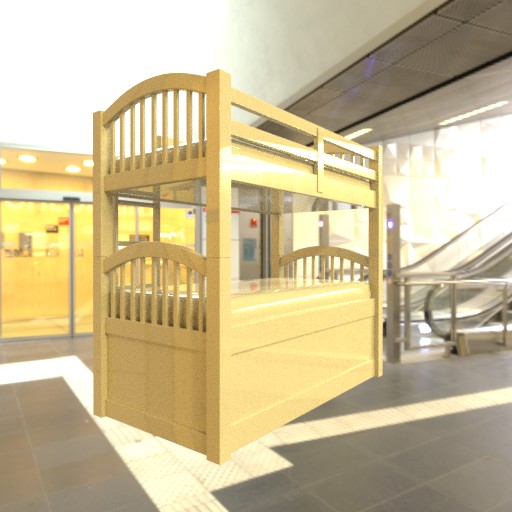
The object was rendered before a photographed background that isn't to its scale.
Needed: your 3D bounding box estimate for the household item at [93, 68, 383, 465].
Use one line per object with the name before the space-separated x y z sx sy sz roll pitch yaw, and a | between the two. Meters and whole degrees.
household item | 0.000 0.000 3.311 1.143 2.032 2.032 0 1 38
